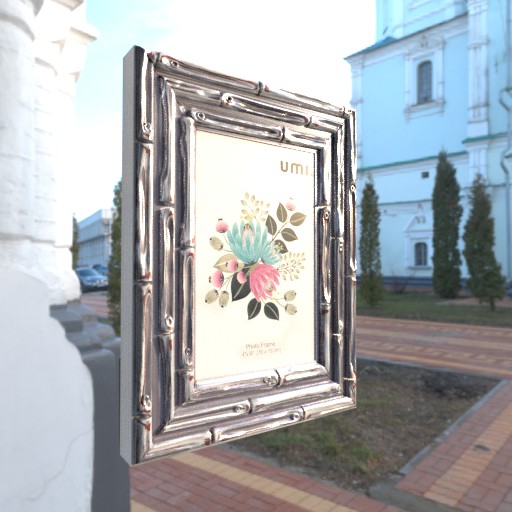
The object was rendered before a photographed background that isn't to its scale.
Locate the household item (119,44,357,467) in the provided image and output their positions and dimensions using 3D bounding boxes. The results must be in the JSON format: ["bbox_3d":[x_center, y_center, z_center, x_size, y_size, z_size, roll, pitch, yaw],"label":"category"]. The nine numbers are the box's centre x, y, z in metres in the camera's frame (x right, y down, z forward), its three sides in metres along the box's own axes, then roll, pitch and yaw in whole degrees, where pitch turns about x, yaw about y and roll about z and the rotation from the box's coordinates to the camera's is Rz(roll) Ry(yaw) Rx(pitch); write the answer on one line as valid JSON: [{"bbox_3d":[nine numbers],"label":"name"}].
[{"bbox_3d":[0.000,0.000,0.280,0.165,0.216,0.025,1,-2,-35],"label":"household item"}]
